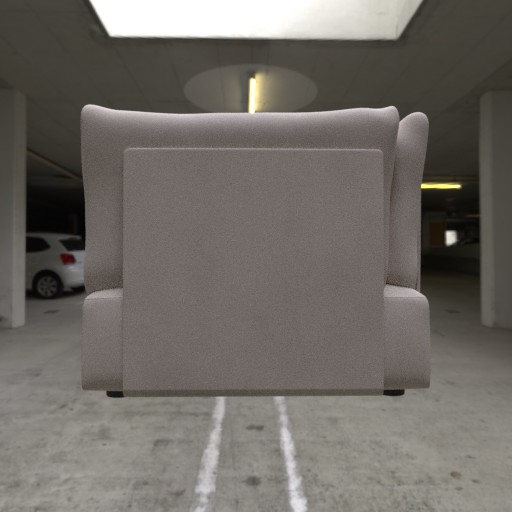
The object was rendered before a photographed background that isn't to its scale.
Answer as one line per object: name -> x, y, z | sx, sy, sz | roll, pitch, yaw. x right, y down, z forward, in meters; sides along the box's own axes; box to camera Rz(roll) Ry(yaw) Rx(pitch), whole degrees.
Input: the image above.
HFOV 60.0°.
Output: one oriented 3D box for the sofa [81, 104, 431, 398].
sofa -> 0.000, 0.000, 1.687 | 1.000, 0.820, 1.000 | 0, -1, -1
